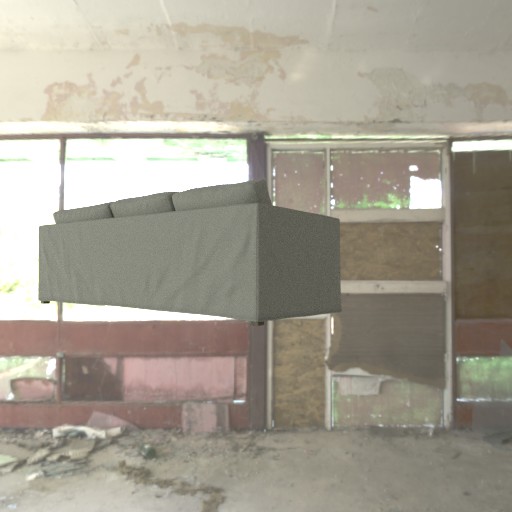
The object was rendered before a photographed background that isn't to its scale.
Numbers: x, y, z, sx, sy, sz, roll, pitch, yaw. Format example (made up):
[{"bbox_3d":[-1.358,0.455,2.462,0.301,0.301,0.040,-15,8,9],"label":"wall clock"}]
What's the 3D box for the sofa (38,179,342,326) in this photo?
[{"bbox_3d":[0.000,0.000,4.420,2.432,0.871,3.182,-1,-1,37],"label":"sofa"}]
